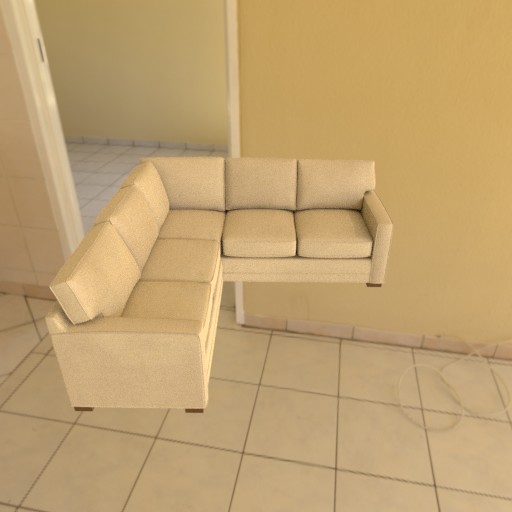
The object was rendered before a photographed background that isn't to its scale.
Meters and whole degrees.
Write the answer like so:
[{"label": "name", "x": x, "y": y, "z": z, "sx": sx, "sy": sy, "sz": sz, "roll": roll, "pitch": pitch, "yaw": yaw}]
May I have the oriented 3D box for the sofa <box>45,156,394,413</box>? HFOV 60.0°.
[{"label": "sofa", "x": 0.000, "y": 0.000, "z": 3.352, "sx": 2.189, "sy": 0.939, "sz": 2.182, "roll": 1, "pitch": 30, "yaw": 1}]
